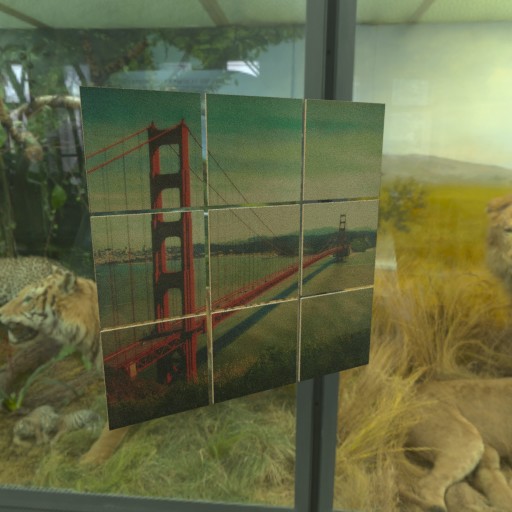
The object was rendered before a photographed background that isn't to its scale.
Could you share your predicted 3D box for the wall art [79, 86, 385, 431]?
[{"bbox_3d":[0.000,0.000,2.209,1.519,1.507,0.014,-6,15,-25],"label":"wall art"}]
